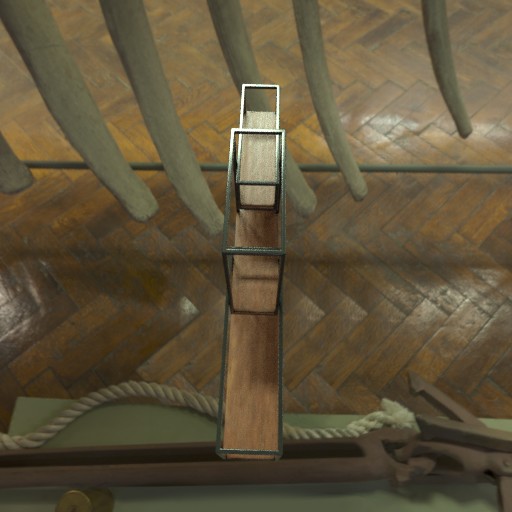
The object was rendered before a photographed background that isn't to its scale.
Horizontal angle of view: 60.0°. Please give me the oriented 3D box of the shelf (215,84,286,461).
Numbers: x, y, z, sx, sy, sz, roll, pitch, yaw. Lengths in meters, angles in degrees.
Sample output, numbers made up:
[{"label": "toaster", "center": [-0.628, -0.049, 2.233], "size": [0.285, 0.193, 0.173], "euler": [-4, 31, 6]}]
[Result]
[{"label": "shelf", "center": [0.000, 0.000, 2.178], "size": [0.275, 0.972, 1.781], "euler": [2, 63, 1]}]
